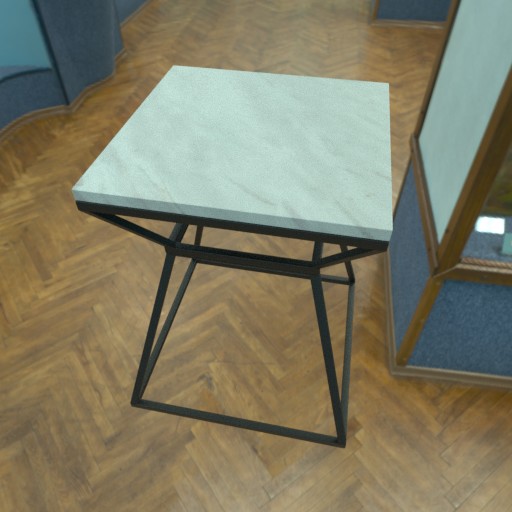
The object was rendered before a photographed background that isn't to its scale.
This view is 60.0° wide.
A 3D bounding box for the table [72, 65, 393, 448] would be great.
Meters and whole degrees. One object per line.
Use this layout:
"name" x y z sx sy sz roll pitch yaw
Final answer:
"table" 0.000 0.000 0.879 0.455 0.559 0.455 8 46 8
